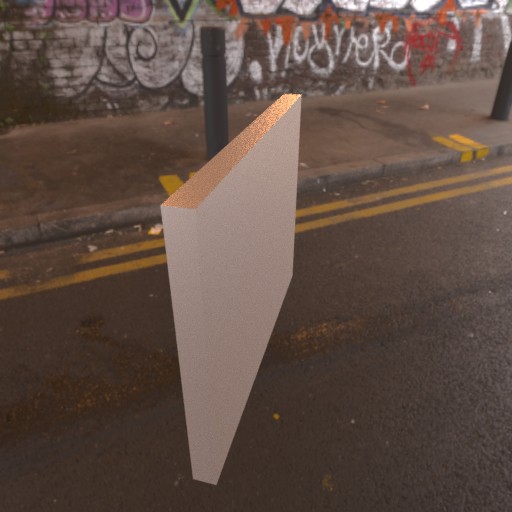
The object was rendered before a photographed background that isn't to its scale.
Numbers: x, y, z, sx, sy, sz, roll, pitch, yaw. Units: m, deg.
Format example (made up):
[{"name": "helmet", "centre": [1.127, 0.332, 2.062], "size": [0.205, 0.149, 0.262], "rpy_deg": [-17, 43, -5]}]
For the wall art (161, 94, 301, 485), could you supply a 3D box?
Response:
[{"name": "wall art", "centre": [0.000, 0.000, 1.421], "size": [0.066, 0.801, 1.056], "rpy_deg": [8, 31, 13]}]
